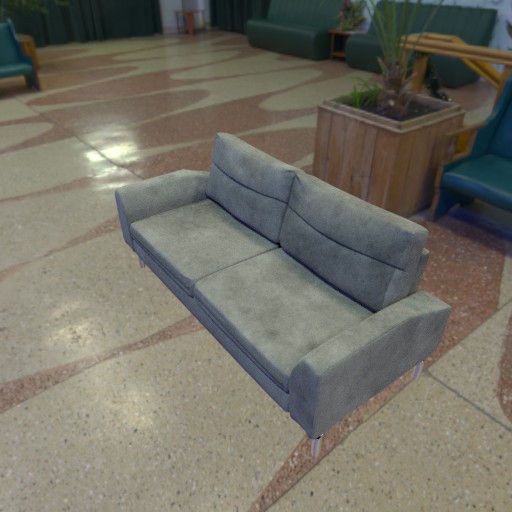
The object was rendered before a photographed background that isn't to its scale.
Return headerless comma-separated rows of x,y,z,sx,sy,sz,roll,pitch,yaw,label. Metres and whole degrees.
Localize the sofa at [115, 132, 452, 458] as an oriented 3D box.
0.000,0.000,2.412,0.849,0.859,1.837,-23,40,-30,sofa
